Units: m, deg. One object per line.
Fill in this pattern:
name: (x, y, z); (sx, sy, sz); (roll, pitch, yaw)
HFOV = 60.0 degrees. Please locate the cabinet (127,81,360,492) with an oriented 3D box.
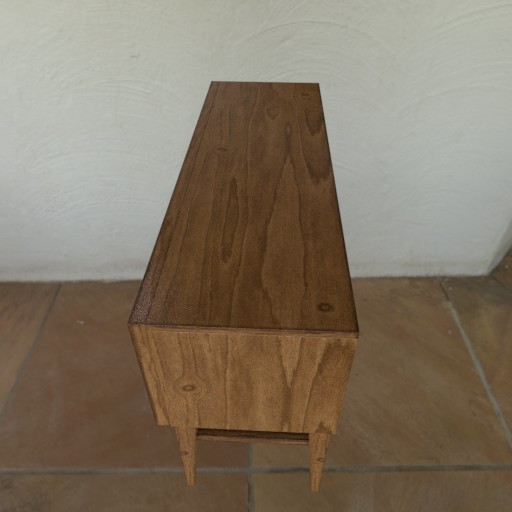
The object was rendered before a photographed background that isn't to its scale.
cabinet: (0.000, 0.000, 1.659); (0.477, 0.802, 1.363); (2, 41, 2)
